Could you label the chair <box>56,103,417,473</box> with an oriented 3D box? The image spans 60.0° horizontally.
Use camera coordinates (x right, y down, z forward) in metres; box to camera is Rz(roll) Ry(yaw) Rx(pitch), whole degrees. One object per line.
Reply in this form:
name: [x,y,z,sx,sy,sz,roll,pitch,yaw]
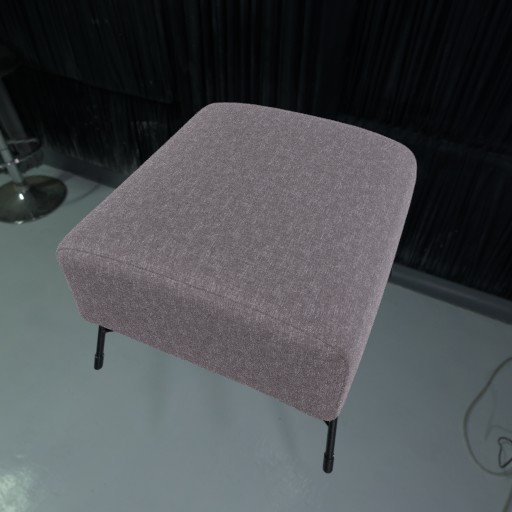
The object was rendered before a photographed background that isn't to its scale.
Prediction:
chair: [0.000,0.000,0.891,0.530,0.410,0.530,18,49,16]
